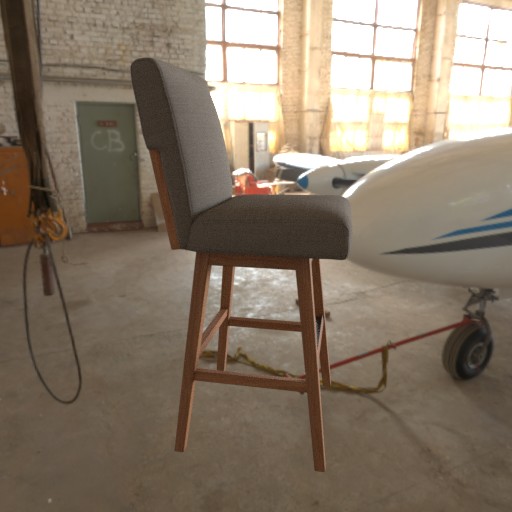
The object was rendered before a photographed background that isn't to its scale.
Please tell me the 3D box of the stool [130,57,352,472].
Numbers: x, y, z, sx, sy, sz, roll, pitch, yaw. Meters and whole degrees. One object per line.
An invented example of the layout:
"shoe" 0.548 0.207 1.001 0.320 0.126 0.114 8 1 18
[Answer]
"stool" 0.000 0.000 1.378 0.570 1.112 0.483 3 15 11
